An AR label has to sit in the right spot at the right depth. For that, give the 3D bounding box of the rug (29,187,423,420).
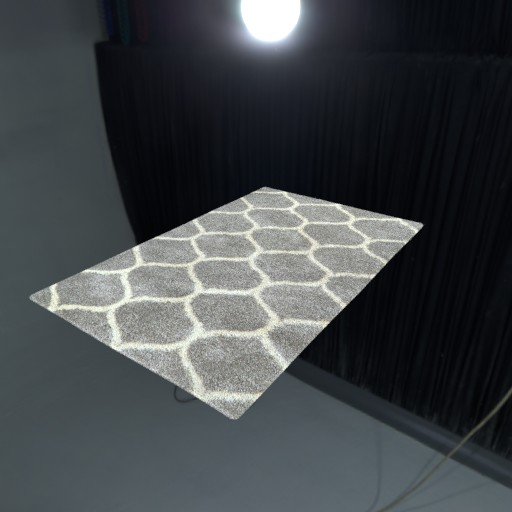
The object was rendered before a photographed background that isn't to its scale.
[{"bbox_3d":[0.000,0.000,2.967,1.501,0.025,2.348,19,33,31],"label":"rug"}]
